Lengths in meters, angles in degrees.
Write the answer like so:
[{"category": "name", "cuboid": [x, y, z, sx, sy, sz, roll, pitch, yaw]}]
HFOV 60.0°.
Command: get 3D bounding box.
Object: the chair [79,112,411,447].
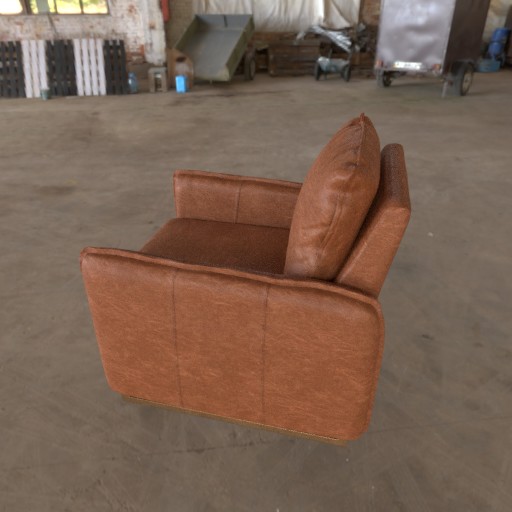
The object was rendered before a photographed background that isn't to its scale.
[{"category": "chair", "cuboid": [0.000, 0.000, 1.578, 0.922, 0.922, 0.830, 7, 31, 12]}]
